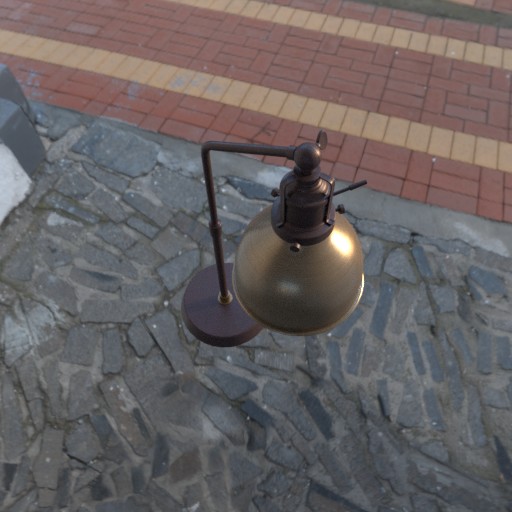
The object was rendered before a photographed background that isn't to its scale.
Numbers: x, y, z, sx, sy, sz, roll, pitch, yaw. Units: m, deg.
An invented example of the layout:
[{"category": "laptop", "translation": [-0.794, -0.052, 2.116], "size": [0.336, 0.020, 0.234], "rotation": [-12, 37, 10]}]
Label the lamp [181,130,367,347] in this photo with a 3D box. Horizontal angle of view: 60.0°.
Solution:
[{"category": "lamp", "translation": [0.000, 0.000, 0.601], "size": [0.298, 0.469, 0.175], "rotation": [33, 64, 18]}]
